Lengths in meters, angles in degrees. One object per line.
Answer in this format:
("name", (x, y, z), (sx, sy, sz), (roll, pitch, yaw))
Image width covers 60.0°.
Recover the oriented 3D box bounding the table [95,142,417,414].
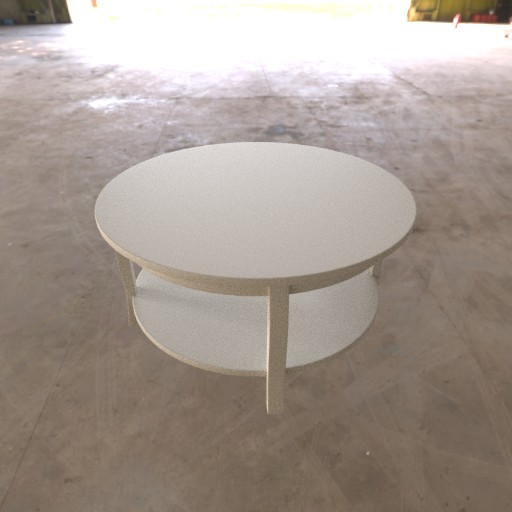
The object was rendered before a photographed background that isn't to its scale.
("table", (0.000, 0.000, 1.429), (0.910, 0.457, 0.910), (0, 32, 0))
